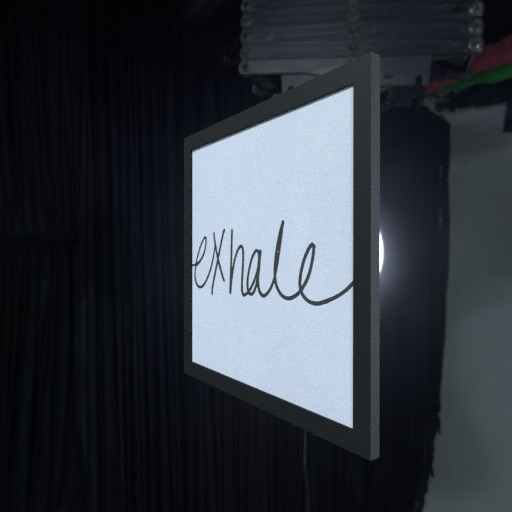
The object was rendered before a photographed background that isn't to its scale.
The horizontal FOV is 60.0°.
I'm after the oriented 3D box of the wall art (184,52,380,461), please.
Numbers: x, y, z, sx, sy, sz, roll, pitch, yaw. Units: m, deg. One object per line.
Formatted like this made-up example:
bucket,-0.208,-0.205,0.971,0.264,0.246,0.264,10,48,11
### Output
wall art,0.000,0.000,0.534,0.012,0.357,0.358,0,0,-36
